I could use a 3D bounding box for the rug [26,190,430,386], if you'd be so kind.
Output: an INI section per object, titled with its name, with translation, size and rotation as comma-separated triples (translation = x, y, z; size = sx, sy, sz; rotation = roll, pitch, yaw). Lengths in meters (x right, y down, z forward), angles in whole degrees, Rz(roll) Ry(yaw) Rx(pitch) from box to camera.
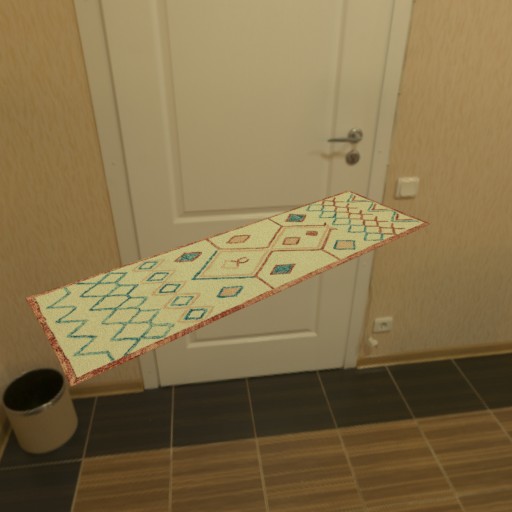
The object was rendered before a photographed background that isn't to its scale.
[rug]
translation = 0.000, 0.000, 2.676
size = 2.435, 0.011, 0.750
rotation = -21, 37, -31
